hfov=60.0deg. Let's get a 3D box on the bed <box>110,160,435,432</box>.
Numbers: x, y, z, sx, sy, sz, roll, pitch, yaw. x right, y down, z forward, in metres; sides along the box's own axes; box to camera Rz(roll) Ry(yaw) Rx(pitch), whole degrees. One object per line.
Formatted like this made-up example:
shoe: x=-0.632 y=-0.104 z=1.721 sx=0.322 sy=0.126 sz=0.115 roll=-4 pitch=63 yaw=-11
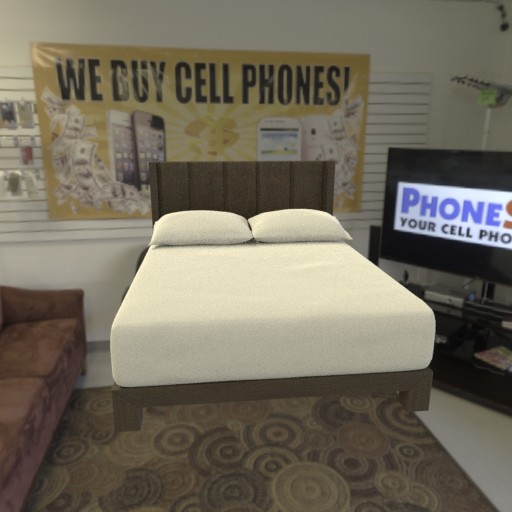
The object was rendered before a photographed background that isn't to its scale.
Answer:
bed: x=0.000 y=0.000 z=3.295 sx=1.727 sy=1.270 sz=2.242 roll=-2 pitch=15 yaw=-6
